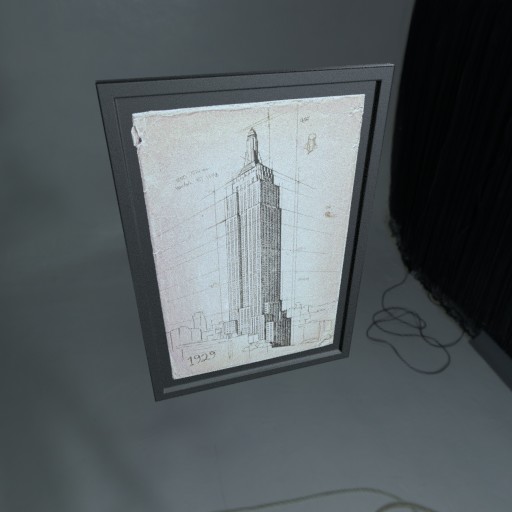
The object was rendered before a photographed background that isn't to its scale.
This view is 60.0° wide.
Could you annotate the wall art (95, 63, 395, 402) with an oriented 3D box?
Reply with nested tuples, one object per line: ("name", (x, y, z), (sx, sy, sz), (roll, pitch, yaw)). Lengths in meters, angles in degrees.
("wall art", (0.000, 0.000, 0.554), (0.303, 0.431, 0.013), (-9, 34, -14))
